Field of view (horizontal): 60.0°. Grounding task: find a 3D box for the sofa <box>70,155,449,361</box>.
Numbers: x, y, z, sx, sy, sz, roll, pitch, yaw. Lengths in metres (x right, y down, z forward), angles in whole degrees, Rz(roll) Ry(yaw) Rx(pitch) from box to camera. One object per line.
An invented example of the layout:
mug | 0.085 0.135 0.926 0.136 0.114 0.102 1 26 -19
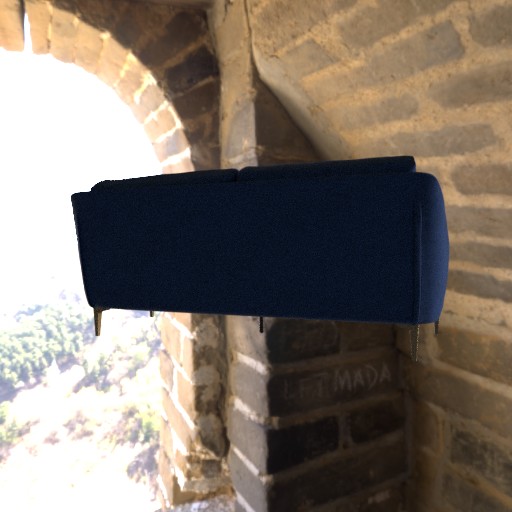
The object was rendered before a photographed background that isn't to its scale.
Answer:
sofa | 0.000 0.000 2.493 2.036 0.903 0.960 0 0 20
